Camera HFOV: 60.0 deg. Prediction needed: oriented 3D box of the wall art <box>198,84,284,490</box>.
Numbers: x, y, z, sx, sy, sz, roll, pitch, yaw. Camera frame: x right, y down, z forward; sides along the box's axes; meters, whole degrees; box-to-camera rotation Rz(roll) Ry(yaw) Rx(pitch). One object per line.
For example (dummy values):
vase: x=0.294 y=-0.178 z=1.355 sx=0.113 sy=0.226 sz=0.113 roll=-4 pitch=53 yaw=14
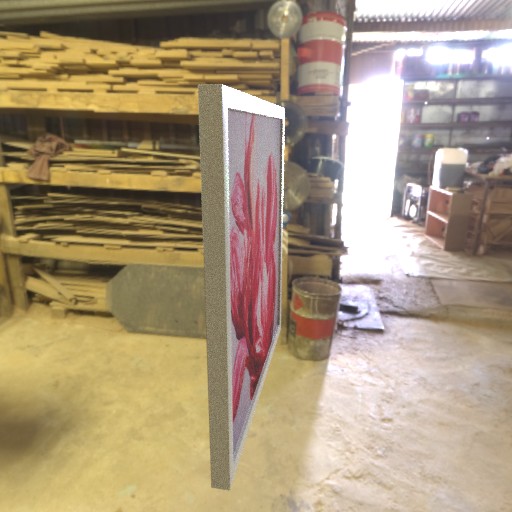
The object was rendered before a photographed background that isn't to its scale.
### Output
wall art: x=0.000 y=0.000 z=0.683 sx=0.023 sy=0.453 sz=0.455 roll=3 pitch=16 yaw=10
